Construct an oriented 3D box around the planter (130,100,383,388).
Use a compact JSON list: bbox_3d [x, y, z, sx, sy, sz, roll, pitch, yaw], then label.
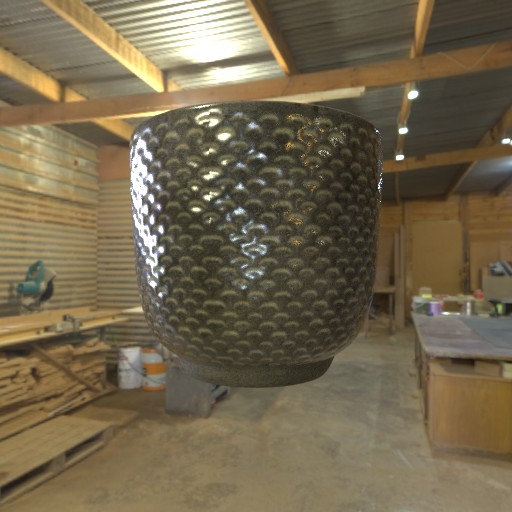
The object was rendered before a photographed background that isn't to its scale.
[{"bbox_3d":[0.000,0.000,0.253,0.140,0.129,0.140,0,-1,0],"label":"planter"}]
